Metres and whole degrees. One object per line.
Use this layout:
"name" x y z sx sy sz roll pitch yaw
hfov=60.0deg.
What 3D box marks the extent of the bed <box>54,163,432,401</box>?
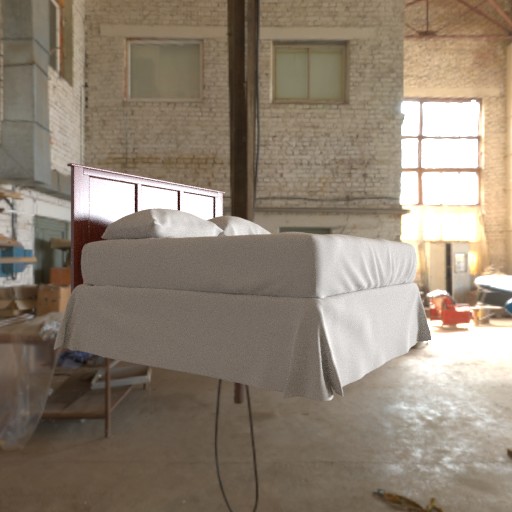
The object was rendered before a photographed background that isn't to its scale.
"bed" 0.000 0.000 3.139 2.050 1.270 1.870 0 0 35
